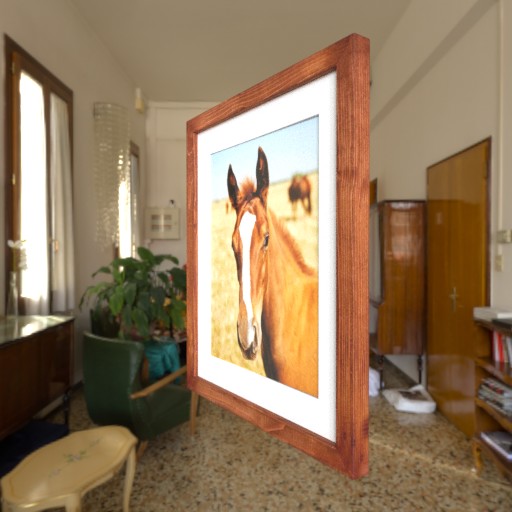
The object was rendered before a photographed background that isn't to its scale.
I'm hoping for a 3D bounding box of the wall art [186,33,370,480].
[{"bbox_3d":[0.000,0.000,0.748,0.030,0.558,0.462,0,1,-35],"label":"wall art"}]
